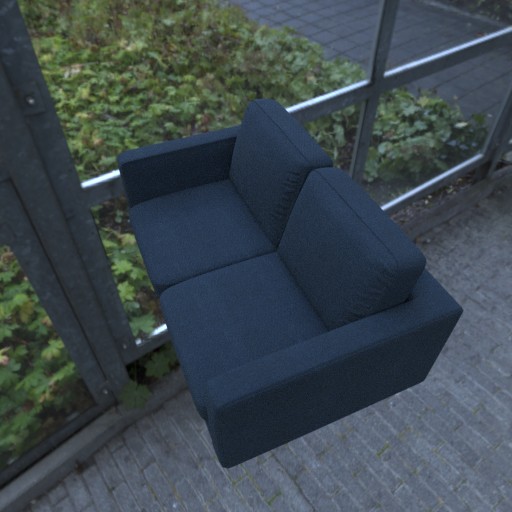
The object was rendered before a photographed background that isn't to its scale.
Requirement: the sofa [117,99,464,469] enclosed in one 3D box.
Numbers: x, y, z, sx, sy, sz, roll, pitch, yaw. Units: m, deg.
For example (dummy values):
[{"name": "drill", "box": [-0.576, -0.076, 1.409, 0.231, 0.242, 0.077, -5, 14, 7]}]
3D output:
[{"name": "sofa", "box": [0.000, 0.000, 2.123, 0.999, 0.930, 1.518, -18, 49, -16]}]
